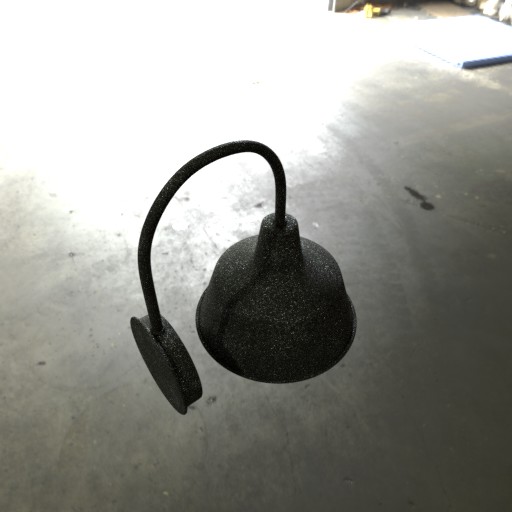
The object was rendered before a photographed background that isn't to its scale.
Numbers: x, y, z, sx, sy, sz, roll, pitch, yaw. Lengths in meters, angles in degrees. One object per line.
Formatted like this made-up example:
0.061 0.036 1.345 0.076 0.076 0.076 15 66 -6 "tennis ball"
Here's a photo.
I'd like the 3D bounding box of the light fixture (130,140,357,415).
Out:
0.000 0.000 0.502 0.283 0.300 0.216 -27 49 -27 "light fixture"
